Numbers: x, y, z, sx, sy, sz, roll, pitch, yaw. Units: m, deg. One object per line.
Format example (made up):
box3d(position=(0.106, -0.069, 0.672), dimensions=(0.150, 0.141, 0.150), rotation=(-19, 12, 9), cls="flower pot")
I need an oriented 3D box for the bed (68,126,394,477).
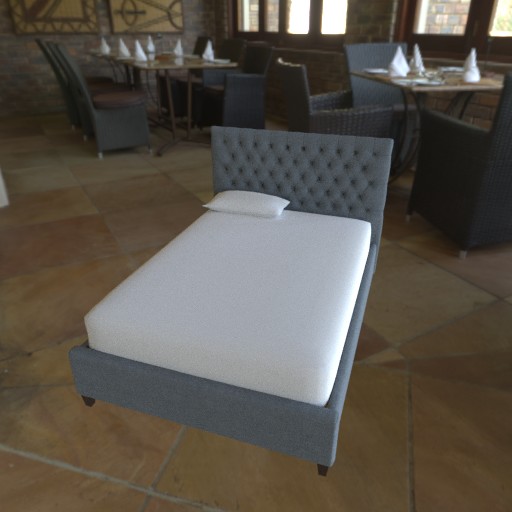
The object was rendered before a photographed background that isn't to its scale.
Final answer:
box3d(position=(0.000, 0.000, 3.364), dimensions=(1.698, 1.411, 2.335), rotation=(9, 29, 17), cls="bed")
